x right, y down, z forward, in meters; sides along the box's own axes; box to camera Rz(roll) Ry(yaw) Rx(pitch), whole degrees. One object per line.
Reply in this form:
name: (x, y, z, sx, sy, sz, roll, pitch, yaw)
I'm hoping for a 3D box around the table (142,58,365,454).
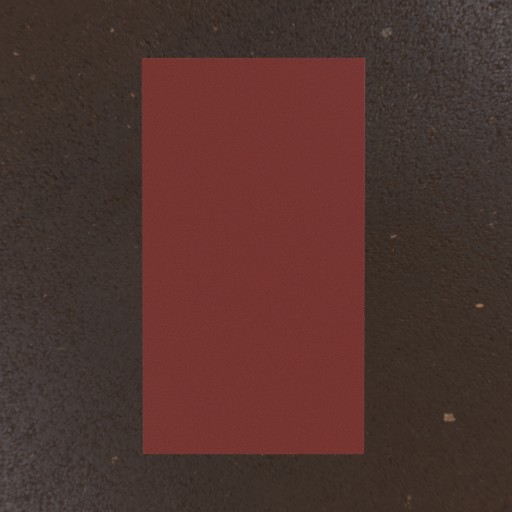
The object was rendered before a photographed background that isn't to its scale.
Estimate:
table: (0.000, 0.000, 1.441, 0.612, 0.493, 1.068, 0, 91, 0)
